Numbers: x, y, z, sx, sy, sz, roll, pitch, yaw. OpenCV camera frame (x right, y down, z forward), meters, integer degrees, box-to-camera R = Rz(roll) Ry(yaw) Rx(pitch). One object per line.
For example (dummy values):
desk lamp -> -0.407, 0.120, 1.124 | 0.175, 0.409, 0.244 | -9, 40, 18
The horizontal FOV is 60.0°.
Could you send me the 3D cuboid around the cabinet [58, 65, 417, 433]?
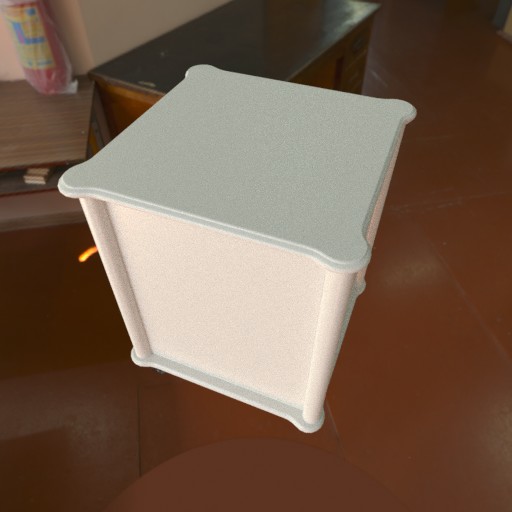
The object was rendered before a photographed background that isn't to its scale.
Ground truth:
cabinet -> 0.000, 0.000, 1.255 | 0.627, 0.761, 0.628 | 16, 48, 15
